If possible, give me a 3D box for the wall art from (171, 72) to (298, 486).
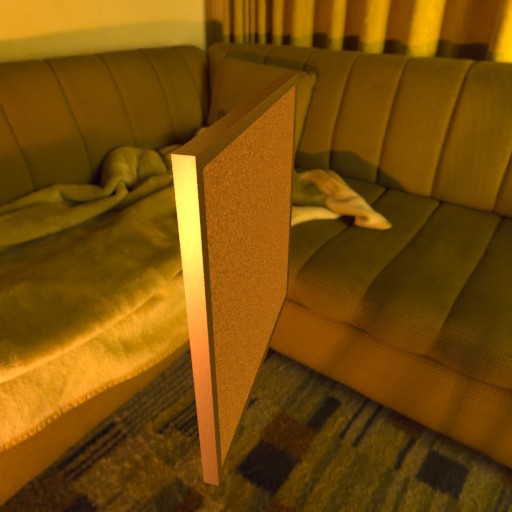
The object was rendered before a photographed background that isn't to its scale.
[{"bbox_3d":[0.000,0.000,1.129,0.036,0.765,0.767,8,32,13],"label":"wall art"}]
